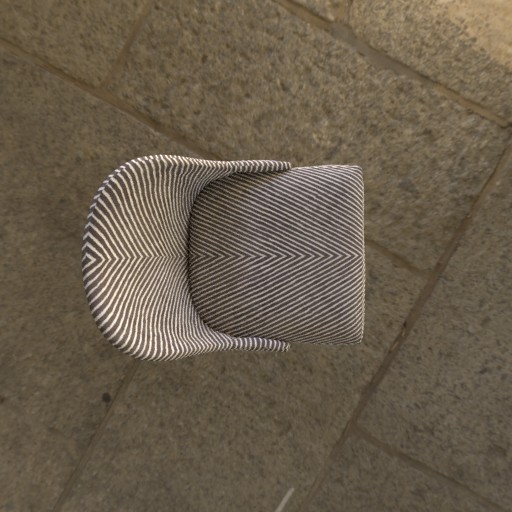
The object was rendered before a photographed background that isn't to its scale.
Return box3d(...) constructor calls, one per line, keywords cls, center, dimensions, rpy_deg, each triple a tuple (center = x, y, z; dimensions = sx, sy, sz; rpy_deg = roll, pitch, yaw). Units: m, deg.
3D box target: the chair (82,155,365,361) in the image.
box3d(cls="chair", center=(0.000, 0.000, 1.208), dimensions=(0.591, 0.883, 0.504), rpy_deg=(0, 91, 1))
